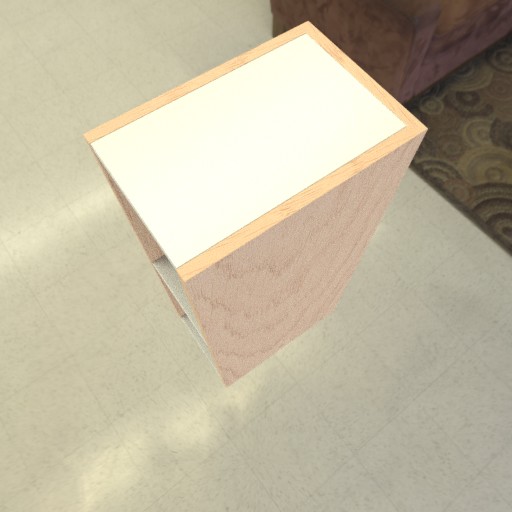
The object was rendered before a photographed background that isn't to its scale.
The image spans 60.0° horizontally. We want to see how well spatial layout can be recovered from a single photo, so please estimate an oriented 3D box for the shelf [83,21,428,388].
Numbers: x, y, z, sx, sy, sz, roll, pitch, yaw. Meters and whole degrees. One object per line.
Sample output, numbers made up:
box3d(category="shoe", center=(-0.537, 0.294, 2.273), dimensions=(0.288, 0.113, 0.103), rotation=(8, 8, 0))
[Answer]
box3d(category="shelf", center=(0.000, 0.000, 0.721), dimensions=(0.290, 0.600, 0.200), rotation=(-33, 69, -14))
